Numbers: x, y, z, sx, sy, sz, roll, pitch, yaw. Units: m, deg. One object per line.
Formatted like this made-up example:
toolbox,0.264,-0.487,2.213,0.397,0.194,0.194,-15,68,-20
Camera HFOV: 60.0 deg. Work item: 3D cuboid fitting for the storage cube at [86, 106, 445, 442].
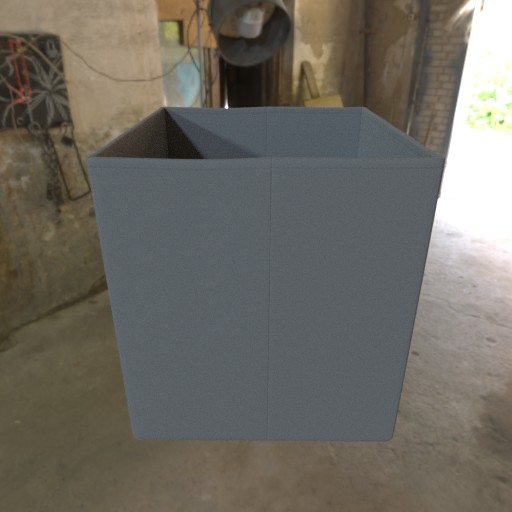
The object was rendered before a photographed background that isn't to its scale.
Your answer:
storage cube,0.000,0.000,0.488,0.270,0.280,0.270,0,26,0
